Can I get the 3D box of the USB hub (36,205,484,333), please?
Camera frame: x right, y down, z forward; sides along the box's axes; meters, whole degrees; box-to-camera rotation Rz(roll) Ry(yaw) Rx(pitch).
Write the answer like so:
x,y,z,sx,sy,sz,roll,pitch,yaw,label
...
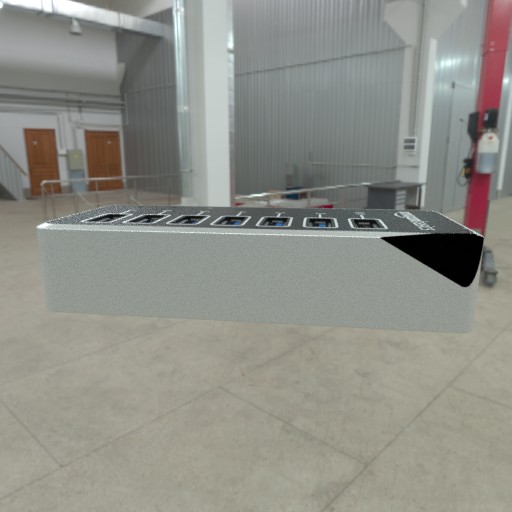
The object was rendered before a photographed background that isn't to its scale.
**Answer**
x,y,z,sx,sy,sz,roll,pitch,yaw,label
0.000,0.000,0.128,0.110,0.023,0.044,2,14,8,USB hub
